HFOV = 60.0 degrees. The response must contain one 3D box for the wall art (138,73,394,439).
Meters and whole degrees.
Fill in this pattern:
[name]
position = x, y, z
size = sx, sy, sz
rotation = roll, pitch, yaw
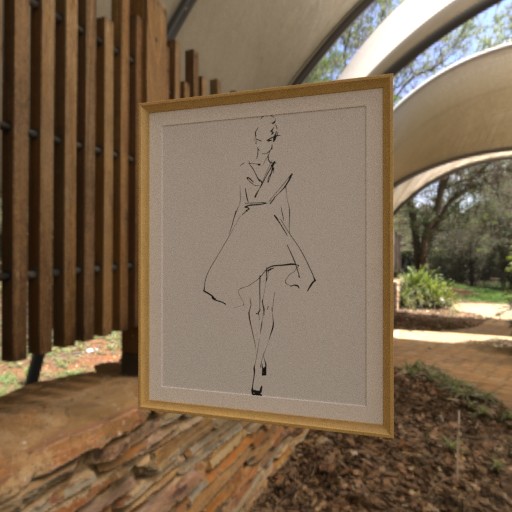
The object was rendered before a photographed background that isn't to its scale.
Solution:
[wall art]
position = 0.000, 0.000, 1.348
size = 0.798, 1.002, 0.030
rotation = 0, 0, 17
